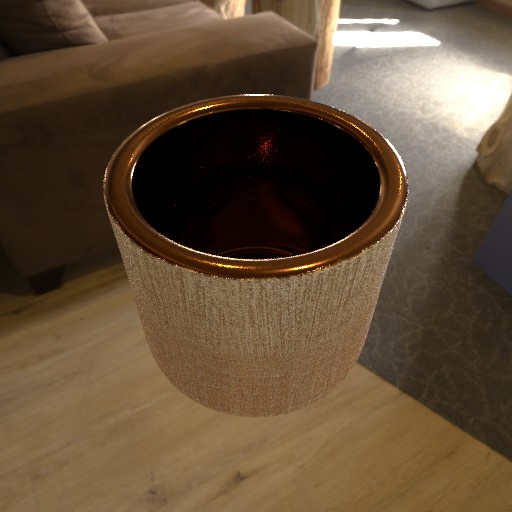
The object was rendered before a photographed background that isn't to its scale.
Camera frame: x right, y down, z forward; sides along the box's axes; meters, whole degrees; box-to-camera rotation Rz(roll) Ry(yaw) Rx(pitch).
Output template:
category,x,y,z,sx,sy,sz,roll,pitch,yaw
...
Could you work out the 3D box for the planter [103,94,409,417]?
category,x,y,z,sx,sy,sz,roll,pitch,yaw
planter,0.000,0.000,0.315,0.177,0.157,0.177,0,47,0
